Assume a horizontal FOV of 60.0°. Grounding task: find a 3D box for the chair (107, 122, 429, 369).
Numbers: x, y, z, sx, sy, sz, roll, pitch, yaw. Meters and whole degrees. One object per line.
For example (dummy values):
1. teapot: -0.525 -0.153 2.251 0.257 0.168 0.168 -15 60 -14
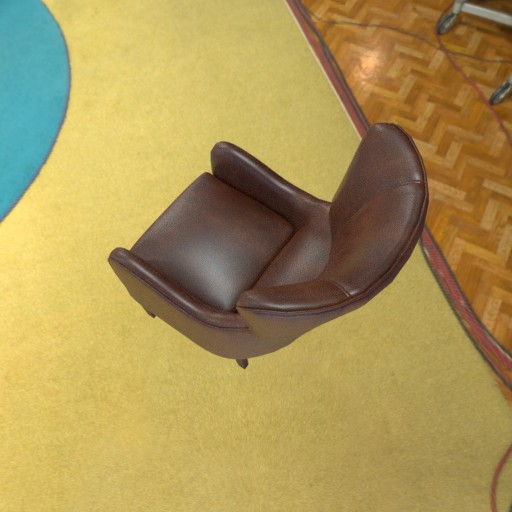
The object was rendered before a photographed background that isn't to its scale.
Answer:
1. chair: 0.000 0.000 1.625 0.914 1.048 0.692 31 66 16
